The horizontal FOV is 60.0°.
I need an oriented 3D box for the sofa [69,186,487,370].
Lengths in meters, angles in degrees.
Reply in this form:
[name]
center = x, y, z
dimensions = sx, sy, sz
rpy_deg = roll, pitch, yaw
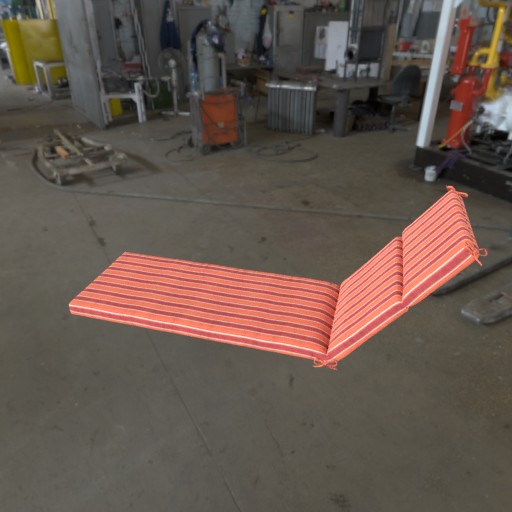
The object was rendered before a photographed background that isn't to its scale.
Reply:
[sofa]
center = 0.000, 0.000, 1.934
dimensions = 1.663, 0.622, 0.582
rpy_deg = 8, 31, 13
